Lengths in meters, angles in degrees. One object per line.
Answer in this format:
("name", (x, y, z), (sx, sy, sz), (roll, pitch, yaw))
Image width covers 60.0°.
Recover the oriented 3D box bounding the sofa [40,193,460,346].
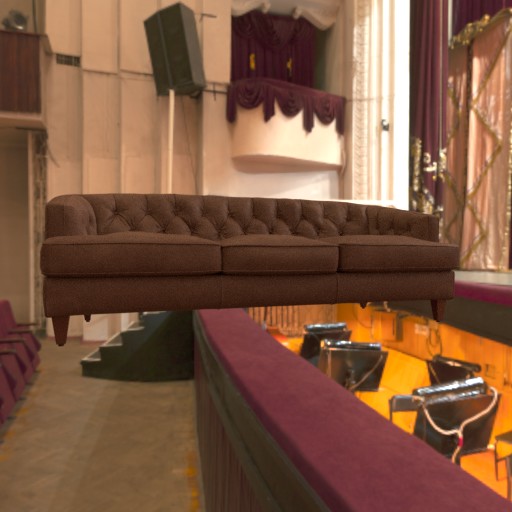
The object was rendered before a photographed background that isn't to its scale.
("sofa", (0.000, 0.000, 2.618), (2.227, 0.787, 0.927), (0, 1, -19))
